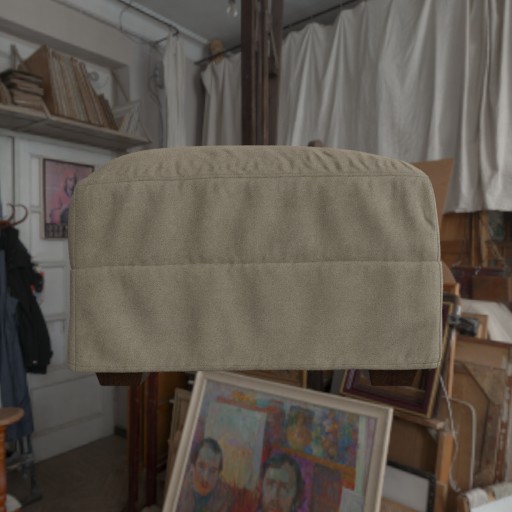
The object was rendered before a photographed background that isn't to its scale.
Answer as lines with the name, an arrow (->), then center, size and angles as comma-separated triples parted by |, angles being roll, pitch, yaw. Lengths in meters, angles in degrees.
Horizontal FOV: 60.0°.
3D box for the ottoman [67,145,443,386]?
ottoman -> 0.000, 0.000, 1.054 | 0.712, 0.480, 0.584 | 0, 1, 0
